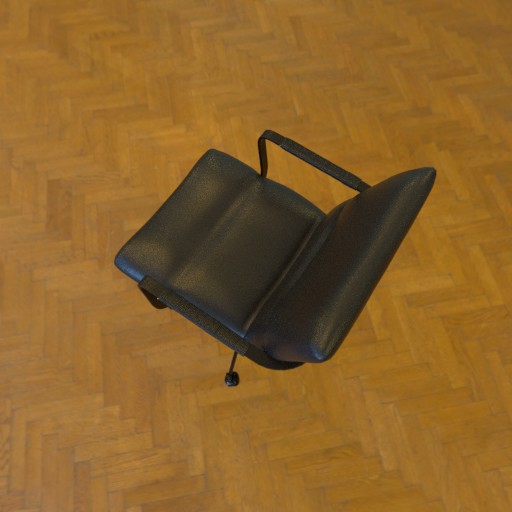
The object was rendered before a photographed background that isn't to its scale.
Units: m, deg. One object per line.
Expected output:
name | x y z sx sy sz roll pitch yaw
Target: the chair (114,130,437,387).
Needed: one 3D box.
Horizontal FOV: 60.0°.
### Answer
chair | 0.000 0.000 1.480 0.748 0.922 0.719 31 69 13
